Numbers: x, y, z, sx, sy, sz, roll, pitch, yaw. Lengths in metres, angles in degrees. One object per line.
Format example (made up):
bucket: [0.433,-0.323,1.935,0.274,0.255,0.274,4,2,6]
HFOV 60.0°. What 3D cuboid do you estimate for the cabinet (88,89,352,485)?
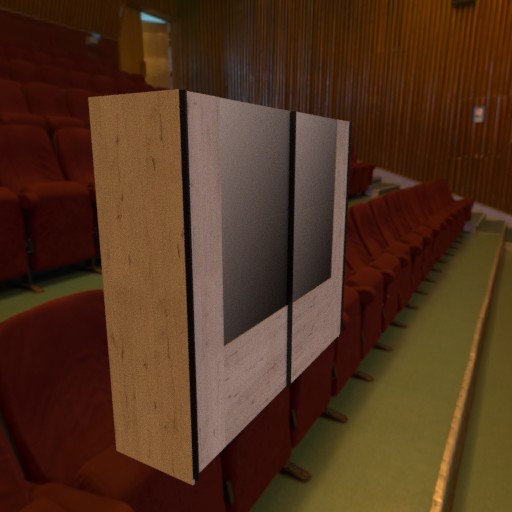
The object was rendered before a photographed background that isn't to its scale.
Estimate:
cabinet: [0.000,0.000,3.539,0.660,2.180,2.500,7,15,29]
